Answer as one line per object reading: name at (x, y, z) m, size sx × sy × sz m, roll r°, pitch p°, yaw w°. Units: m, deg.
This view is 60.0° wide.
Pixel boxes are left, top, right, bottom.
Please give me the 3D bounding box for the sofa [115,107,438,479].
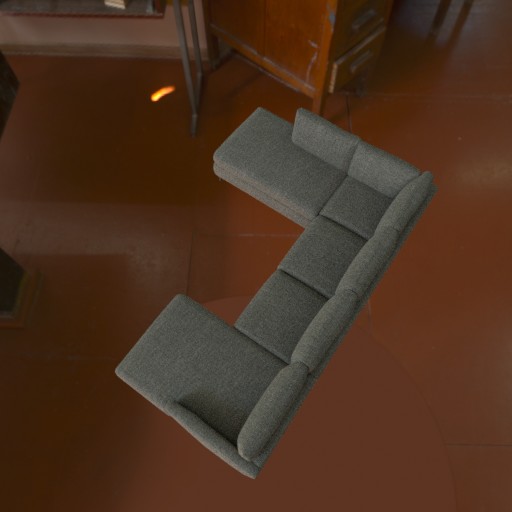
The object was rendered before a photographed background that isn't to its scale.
sofa at (0.000, 0.000, 3.623) m, size 1.879 × 0.756 × 2.737 m, roll 32°, pitch 68°, yaw 15°
